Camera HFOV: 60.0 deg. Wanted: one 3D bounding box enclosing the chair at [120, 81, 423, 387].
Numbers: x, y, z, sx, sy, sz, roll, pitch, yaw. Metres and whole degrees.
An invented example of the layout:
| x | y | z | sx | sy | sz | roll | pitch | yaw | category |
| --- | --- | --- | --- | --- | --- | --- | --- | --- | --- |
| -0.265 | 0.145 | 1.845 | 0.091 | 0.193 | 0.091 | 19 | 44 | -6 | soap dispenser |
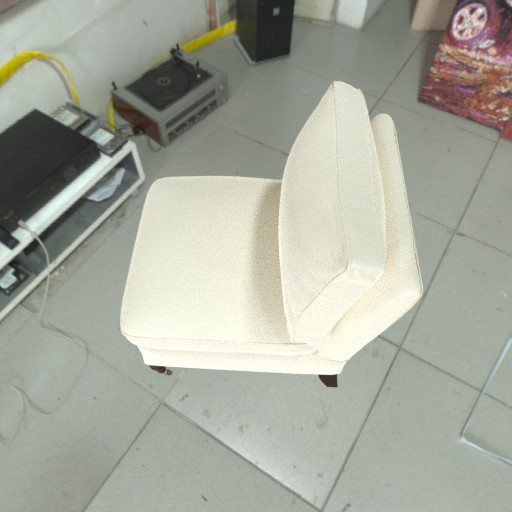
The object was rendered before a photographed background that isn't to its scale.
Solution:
| x | y | z | sx | sy | sz | roll | pitch | yaw | category |
| --- | --- | --- | --- | --- | --- | --- | --- | --- | --- |
| 0.000 | 0.000 | 1.426 | 0.781 | 0.887 | 0.630 | 2 | 58 | 1 | chair |
